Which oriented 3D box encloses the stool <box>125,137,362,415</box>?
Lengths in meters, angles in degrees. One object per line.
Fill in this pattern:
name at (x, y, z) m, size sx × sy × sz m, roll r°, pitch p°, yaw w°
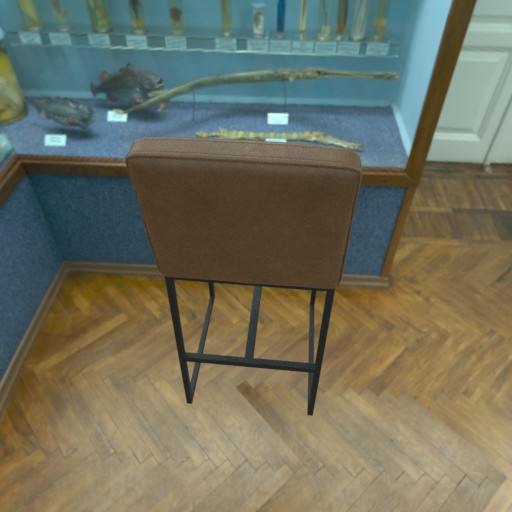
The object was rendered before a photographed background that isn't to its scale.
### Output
stool at (0.000, 0.000, 1.325) m, size 0.458 × 1.040 × 0.556 m, roll 4°, pitch 46°, yaw 4°
